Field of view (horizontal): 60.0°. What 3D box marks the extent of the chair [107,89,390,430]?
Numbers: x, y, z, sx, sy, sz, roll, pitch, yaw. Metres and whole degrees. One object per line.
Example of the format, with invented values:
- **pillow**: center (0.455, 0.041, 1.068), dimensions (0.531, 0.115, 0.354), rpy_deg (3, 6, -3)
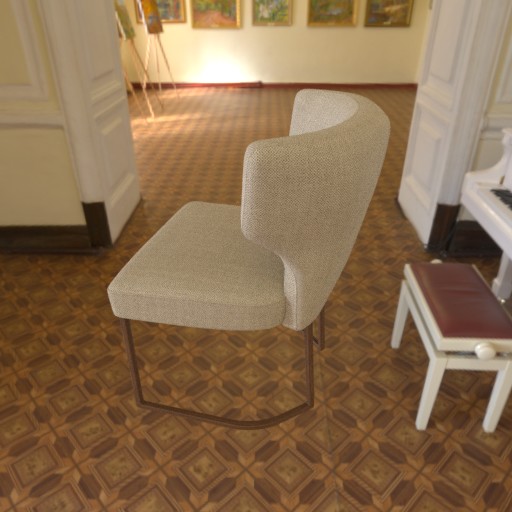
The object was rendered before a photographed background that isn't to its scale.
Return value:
- **chair**: center (0.000, 0.000, 1.240), dimensions (0.617, 0.824, 0.611), rpy_deg (8, 31, 12)
